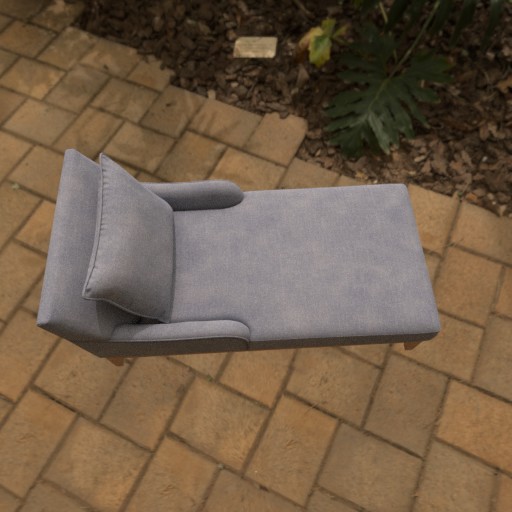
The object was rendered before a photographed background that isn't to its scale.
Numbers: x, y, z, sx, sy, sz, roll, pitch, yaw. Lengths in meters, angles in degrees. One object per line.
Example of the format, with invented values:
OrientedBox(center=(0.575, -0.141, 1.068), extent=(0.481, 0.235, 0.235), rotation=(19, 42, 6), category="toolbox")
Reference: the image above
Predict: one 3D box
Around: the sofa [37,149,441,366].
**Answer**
OrientedBox(center=(0.000, 0.000, 2.284), extent=(1.779, 0.883, 0.904), rotation=(-3, 64, -1), category="sofa")
